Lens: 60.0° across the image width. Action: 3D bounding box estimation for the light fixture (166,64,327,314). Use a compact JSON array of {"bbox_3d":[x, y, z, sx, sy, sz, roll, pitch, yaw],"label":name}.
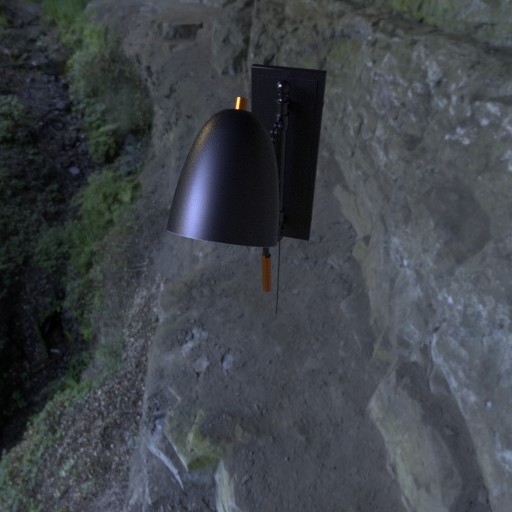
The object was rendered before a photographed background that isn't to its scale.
[{"bbox_3d":[0.000,0.000,0.906,0.162,0.715,0.499,10,42,12],"label":"light fixture"}]
